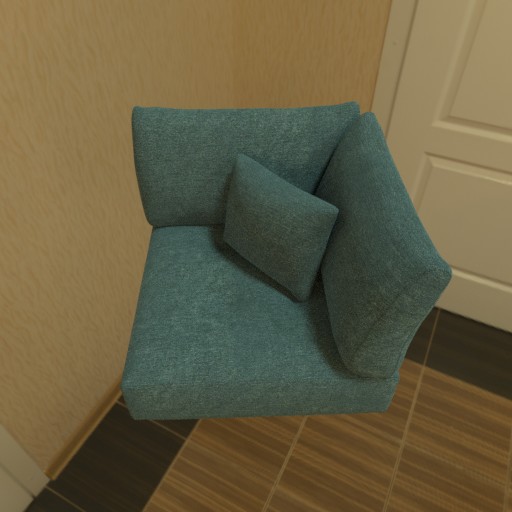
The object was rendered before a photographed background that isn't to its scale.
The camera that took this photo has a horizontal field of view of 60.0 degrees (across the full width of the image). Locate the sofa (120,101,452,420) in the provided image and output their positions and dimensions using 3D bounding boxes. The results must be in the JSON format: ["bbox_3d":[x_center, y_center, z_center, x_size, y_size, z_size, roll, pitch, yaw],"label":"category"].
[{"bbox_3d":[0.000,0.000,1.744,1.000,0.820,1.000,-1,44,-1],"label":"sofa"}]
